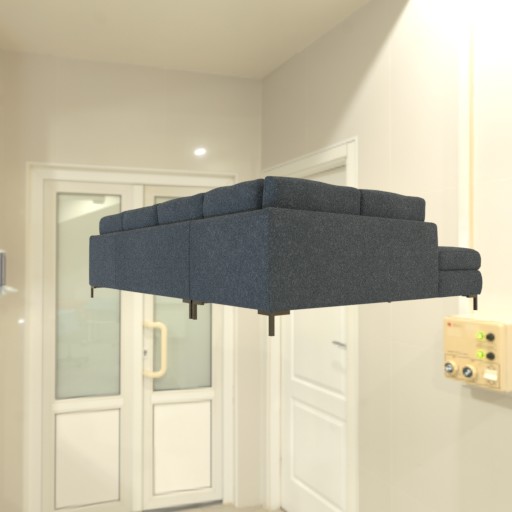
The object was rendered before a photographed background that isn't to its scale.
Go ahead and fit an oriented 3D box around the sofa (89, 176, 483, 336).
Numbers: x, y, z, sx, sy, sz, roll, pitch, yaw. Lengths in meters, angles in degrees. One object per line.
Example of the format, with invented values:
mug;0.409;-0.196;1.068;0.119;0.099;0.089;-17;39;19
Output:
sofa;0.000;0.000;3.849;2.007;0.813;2.956;1;-1;-37
